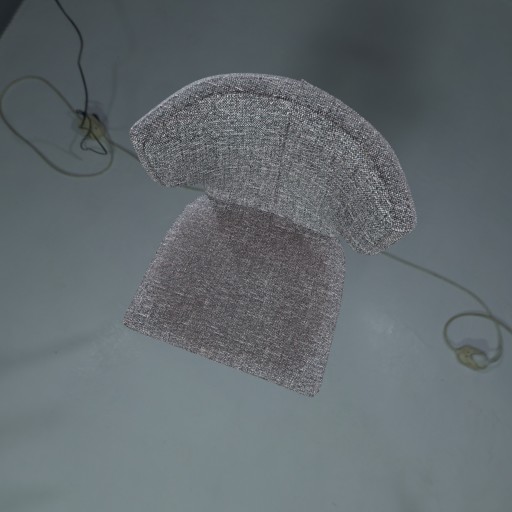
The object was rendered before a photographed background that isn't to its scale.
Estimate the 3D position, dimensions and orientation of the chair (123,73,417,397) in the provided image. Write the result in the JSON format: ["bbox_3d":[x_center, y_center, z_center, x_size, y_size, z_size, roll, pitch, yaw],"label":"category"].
[{"bbox_3d":[0.000,0.000,1.245,0.611,0.824,0.617,19,77,5],"label":"chair"}]
